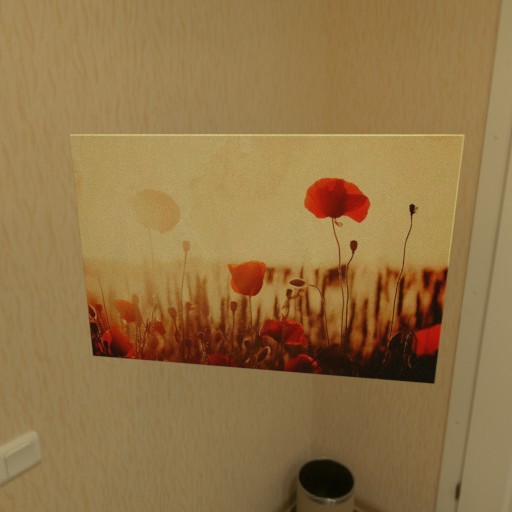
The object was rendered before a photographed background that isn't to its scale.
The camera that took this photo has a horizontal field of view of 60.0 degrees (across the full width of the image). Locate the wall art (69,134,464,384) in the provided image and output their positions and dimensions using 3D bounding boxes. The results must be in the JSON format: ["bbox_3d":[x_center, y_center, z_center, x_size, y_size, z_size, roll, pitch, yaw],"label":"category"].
[{"bbox_3d":[0.000,0.000,0.474,0.383,0.251,0.037,2,16,9],"label":"wall art"}]
